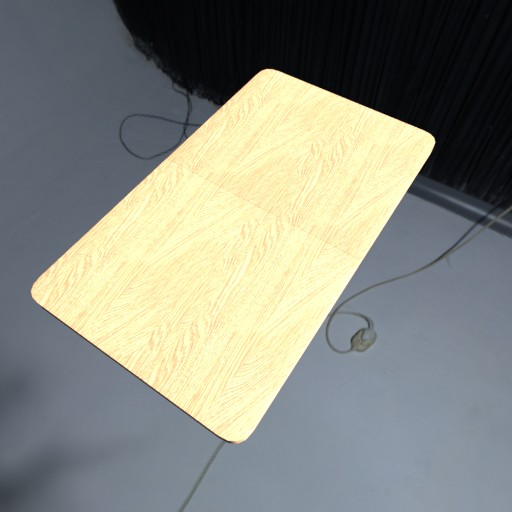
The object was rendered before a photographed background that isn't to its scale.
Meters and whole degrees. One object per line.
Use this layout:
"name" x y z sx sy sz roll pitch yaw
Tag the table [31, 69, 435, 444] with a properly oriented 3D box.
"table" 0.000 0.000 2.137 0.950 0.770 1.600 29 62 17
